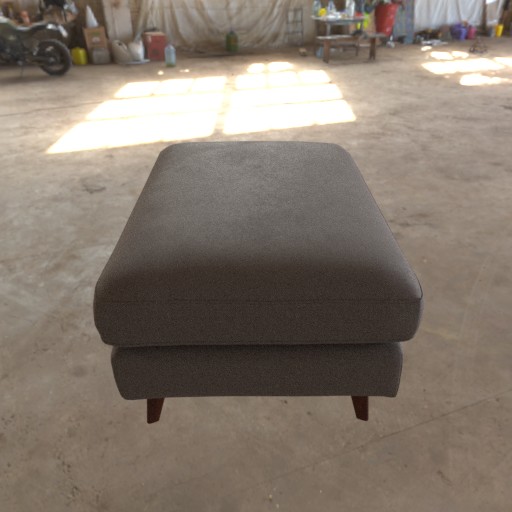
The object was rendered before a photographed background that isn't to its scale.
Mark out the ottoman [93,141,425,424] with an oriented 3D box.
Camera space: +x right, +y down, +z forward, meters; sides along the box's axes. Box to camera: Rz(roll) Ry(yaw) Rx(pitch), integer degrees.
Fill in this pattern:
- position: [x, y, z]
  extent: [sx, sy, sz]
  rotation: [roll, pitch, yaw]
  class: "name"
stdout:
- position: [0.000, 0.000, 1.175]
  extent: [0.608, 0.449, 0.811]
  rotation: [0, 33, -1]
  class: "ottoman"
